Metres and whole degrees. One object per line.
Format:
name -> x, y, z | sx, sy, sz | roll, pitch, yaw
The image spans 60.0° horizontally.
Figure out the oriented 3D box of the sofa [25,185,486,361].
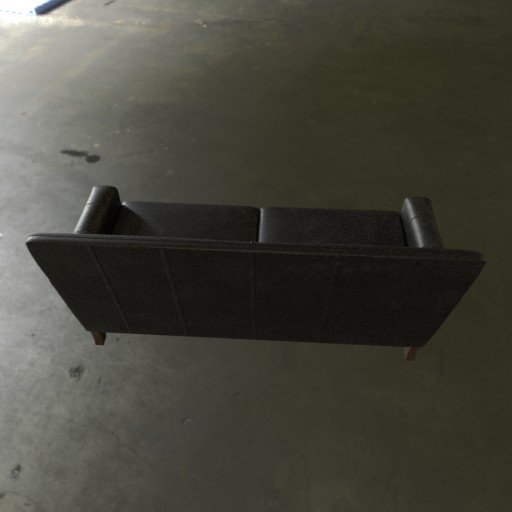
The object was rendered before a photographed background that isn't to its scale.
sofa -> 0.000, 0.000, 2.547 | 2.053, 0.947, 0.805 | 2, 48, 2
